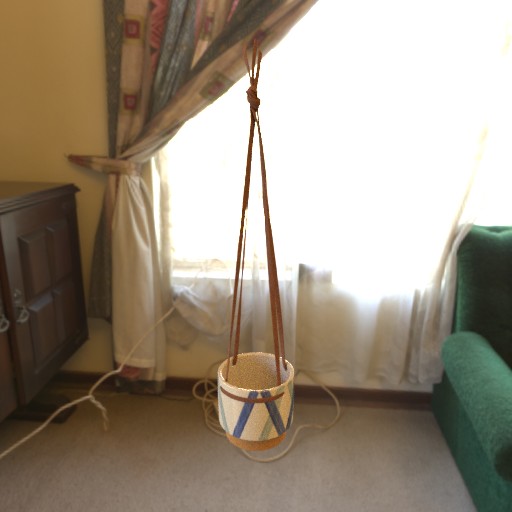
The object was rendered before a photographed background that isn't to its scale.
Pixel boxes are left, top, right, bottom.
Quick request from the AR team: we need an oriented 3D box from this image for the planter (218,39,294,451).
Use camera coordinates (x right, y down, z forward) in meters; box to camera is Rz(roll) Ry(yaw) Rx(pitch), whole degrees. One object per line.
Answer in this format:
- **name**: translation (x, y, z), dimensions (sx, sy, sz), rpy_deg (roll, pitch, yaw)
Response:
- **planter**: translation (0.000, 0.000, 0.821), dimensions (0.153, 0.753, 0.157), rpy_deg (-3, 16, -10)
